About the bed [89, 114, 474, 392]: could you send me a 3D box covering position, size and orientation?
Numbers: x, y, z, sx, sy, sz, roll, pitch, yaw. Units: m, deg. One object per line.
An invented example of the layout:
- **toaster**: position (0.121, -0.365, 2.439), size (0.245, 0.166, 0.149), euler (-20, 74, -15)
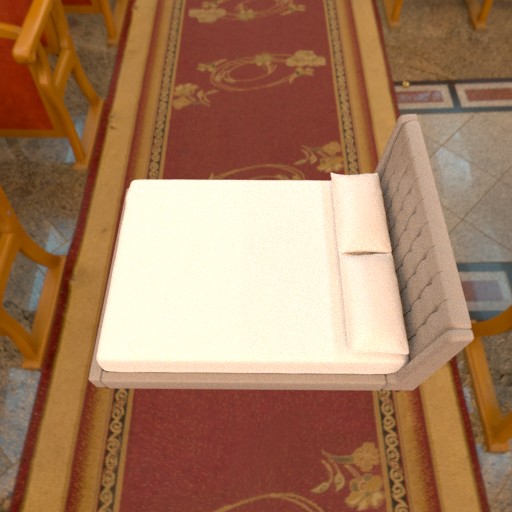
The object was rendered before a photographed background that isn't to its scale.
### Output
- **bed**: position (0.000, 0.000, 3.143), size (2.232, 1.147, 1.656), euler (0, 59, 0)
